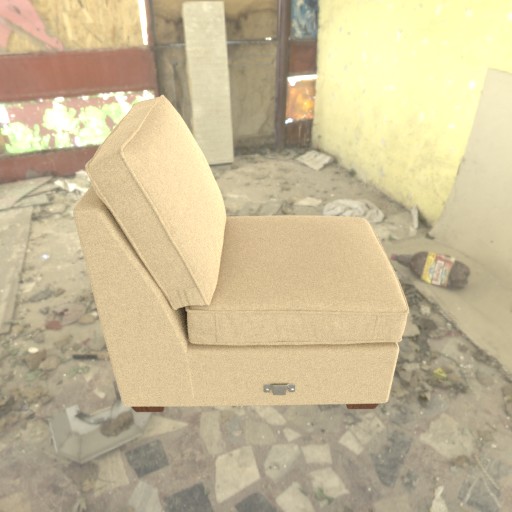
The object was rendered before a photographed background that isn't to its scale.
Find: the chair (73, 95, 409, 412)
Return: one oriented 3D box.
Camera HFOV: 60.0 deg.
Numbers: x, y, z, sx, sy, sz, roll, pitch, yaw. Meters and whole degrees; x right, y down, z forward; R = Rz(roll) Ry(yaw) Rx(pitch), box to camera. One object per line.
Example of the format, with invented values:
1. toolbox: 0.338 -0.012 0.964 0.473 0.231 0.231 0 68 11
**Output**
1. chair: 0.000 0.000 1.546 0.938 0.970 0.621 0 32 -1
